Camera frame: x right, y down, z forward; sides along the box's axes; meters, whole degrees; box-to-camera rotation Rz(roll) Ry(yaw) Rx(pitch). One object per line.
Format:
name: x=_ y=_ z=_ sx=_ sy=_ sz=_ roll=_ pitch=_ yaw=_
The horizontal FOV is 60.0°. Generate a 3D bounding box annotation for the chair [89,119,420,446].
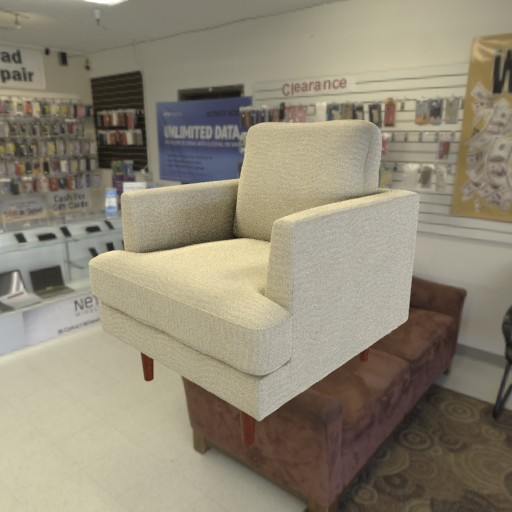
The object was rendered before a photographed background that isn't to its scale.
chair: x=0.000 y=0.000 z=1.619 sx=0.858 sy=0.957 sz=0.899 roll=14 pitch=21 yaw=41
